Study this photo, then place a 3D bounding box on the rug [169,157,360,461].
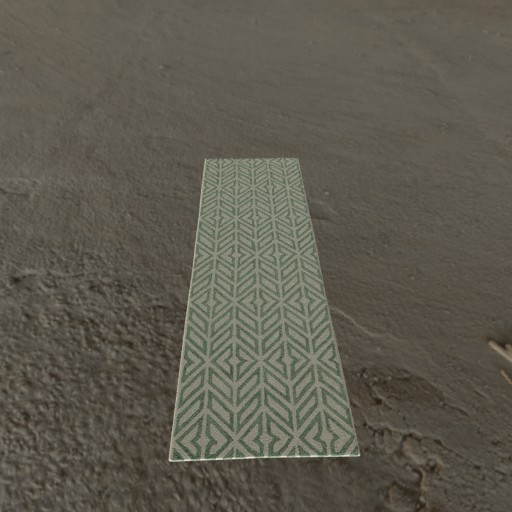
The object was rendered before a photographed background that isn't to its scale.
[{"bbox_3d":[0.000,0.000,2.655,0.750,0.009,2.435,-1,40,-1],"label":"rug"}]
